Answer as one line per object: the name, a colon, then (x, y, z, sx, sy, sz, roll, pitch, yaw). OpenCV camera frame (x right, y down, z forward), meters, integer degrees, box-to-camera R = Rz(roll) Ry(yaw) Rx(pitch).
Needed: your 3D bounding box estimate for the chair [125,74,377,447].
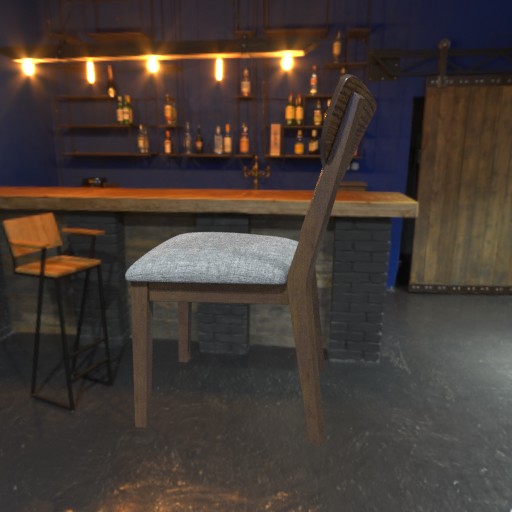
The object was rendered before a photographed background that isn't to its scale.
chair: (0.000, 0.000, 1.202, 0.583, 0.849, 0.491, 2, 14, 8)
